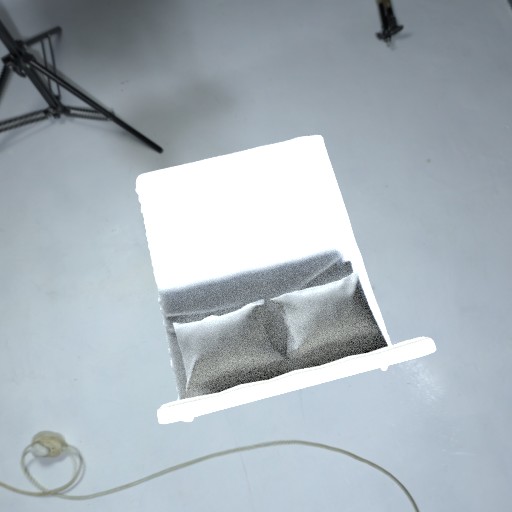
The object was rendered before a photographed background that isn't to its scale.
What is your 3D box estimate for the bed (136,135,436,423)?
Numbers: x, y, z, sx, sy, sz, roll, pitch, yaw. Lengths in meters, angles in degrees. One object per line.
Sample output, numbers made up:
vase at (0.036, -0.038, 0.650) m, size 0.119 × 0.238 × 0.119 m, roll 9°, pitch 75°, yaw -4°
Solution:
bed at (0.000, 0.000, 3.507) m, size 1.936 × 1.577 × 2.222 m, roll -14°, pitch 74°, yaw -4°
